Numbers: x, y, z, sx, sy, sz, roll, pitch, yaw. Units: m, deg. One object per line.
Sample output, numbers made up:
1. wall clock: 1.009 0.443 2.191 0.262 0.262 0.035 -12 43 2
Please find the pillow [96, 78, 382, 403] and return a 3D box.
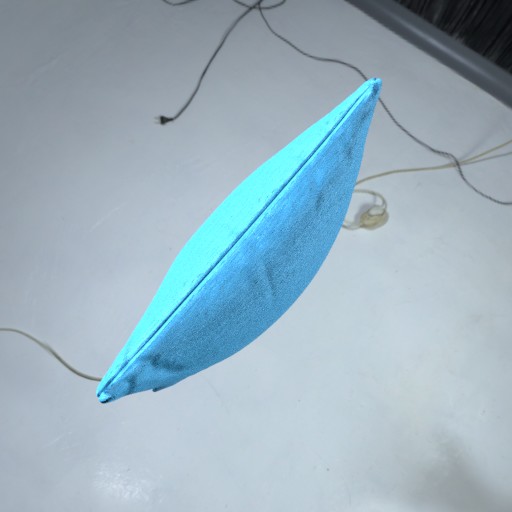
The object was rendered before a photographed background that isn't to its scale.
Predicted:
1. pillow: 0.000 0.000 0.795 0.210 0.338 0.633 39 79 9
